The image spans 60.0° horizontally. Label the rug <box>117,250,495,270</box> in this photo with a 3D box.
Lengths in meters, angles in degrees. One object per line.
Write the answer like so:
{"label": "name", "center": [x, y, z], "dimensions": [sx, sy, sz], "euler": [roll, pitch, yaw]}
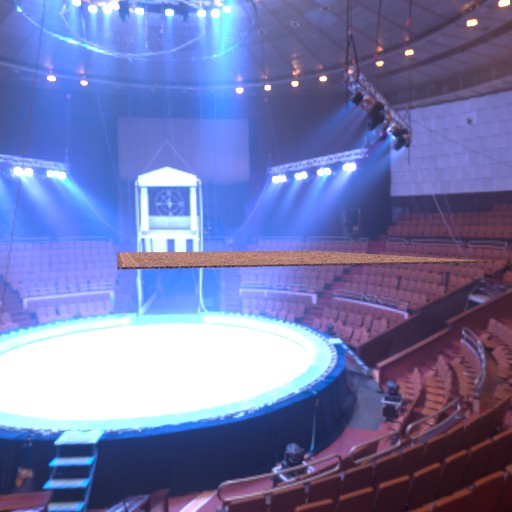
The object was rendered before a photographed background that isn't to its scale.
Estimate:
{"label": "rug", "center": [0.000, 0.000, 4.075], "dimensions": [2.437, 0.010, 3.056], "euler": [-1, 2, -17]}
